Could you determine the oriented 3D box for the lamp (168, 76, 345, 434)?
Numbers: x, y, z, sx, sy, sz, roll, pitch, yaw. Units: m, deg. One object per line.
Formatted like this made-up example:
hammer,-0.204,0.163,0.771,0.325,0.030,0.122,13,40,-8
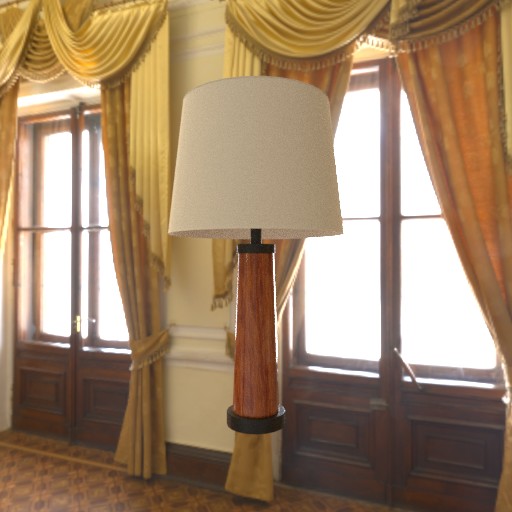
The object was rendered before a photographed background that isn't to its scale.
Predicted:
lamp,0.000,0.000,0.888,0.349,0.667,0.349,0,-1,0
